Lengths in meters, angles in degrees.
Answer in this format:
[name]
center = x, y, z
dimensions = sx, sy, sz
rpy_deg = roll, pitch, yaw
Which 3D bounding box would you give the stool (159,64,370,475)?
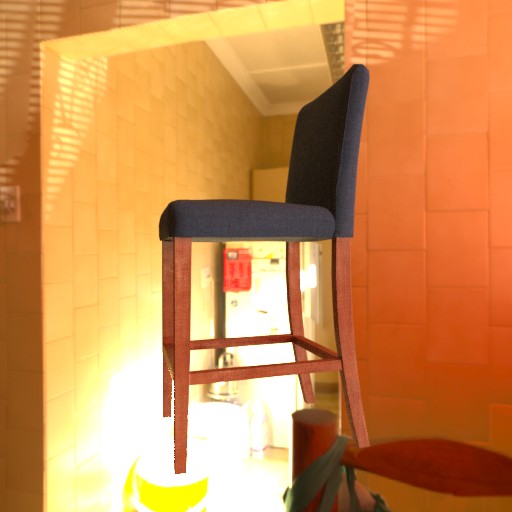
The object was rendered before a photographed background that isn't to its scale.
[stool]
center = 0.000, 0.000, 1.375
dimensions = 0.574, 1.088, 0.454
rpy_deg = 0, 0, -16
